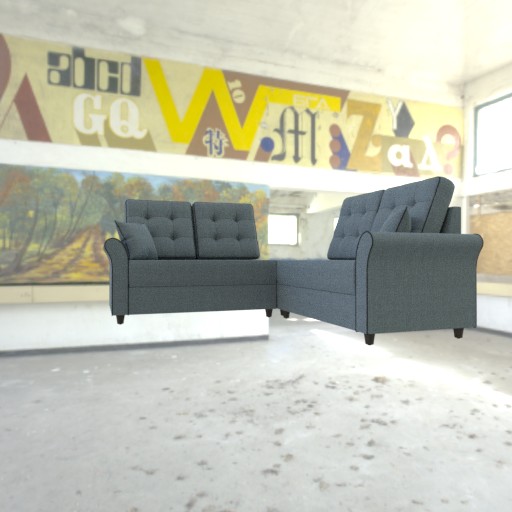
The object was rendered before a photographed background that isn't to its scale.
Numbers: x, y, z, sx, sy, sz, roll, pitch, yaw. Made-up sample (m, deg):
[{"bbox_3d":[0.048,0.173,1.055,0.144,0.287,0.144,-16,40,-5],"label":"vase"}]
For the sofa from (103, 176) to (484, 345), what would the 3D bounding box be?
[{"bbox_3d":[0.000,0.000,3.198,2.068,0.988,2.070,0,0,-19],"label":"sofa"}]
